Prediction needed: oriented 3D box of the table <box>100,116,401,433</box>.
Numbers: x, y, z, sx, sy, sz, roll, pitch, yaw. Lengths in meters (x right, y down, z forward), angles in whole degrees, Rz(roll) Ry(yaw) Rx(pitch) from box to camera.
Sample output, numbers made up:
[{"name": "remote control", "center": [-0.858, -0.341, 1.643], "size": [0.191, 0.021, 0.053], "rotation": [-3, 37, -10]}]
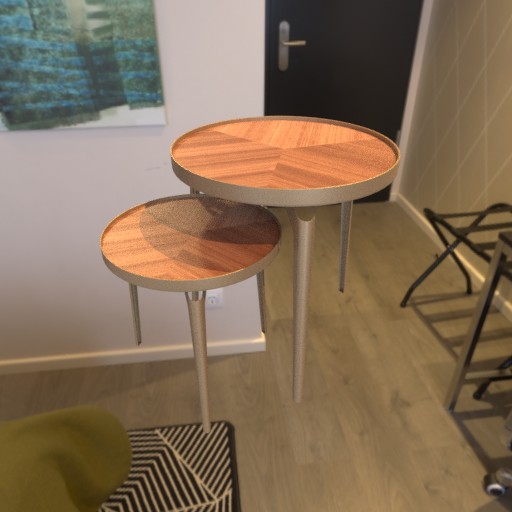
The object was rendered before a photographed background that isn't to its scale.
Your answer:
[{"name": "table", "center": [0.000, 0.000, 1.149], "size": [0.751, 0.555, 0.532], "rotation": [-22, 38, -31]}]
